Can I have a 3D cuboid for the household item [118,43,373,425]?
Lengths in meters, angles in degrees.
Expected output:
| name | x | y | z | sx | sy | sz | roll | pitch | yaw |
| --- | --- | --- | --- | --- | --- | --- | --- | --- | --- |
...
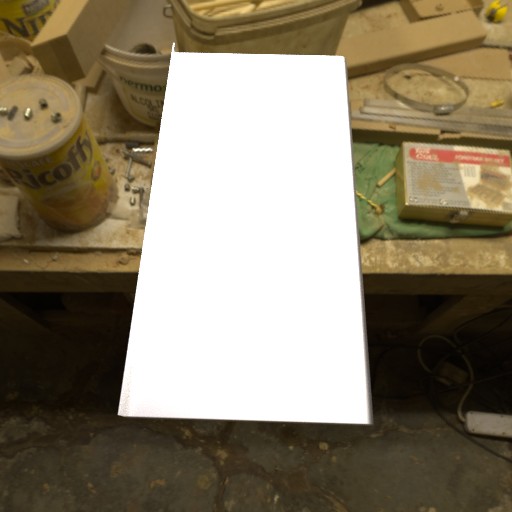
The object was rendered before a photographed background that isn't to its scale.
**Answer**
| name | x | y | z | sx | sy | sz | roll | pitch | yaw |
| --- | --- | --- | --- | --- | --- | --- | --- | --- | --- |
| household item | 0.000 | 0.000 | 1.669 | 0.610 | 0.851 | 1.219 | 2 | 66 | 1 |
